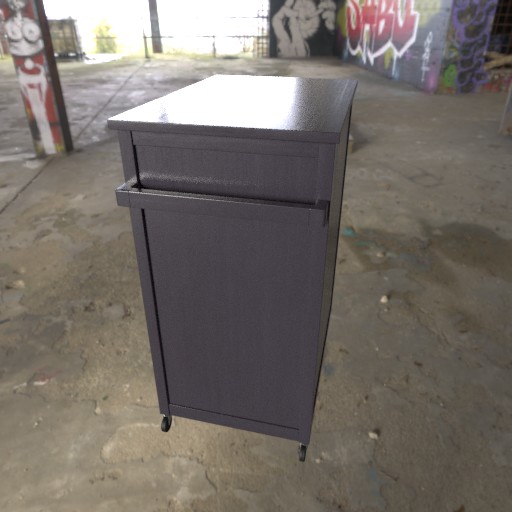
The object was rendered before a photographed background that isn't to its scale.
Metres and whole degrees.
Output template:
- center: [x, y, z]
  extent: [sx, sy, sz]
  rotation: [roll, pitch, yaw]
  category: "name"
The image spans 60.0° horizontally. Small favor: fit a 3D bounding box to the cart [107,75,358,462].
- center: [0.000, 0.000, 1.276]
  extent: [0.449, 0.878, 0.690]
  rotation: [7, 30, 12]
  category: "cart"
